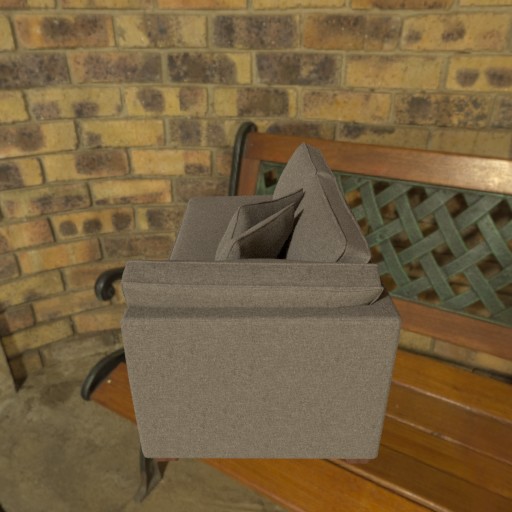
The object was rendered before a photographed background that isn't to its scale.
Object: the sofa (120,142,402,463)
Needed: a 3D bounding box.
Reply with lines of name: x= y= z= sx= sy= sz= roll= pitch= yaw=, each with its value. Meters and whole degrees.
sofa: x=0.000 y=0.000 z=2.761 sx=1.110 sy=1.033 sz=2.237 roll=0 pitch=27 yaw=0
